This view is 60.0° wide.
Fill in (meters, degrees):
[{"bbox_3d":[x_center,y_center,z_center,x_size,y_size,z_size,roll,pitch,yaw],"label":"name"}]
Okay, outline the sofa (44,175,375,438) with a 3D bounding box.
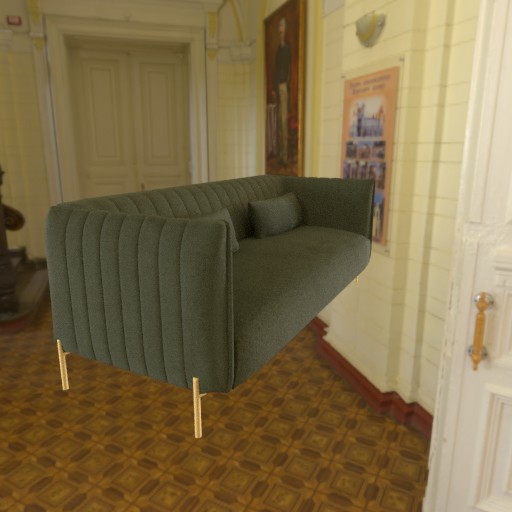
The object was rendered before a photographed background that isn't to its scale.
[{"bbox_3d":[0.000,0.000,2.534,0.896,0.793,2.137,7,16,27],"label":"sofa"}]
